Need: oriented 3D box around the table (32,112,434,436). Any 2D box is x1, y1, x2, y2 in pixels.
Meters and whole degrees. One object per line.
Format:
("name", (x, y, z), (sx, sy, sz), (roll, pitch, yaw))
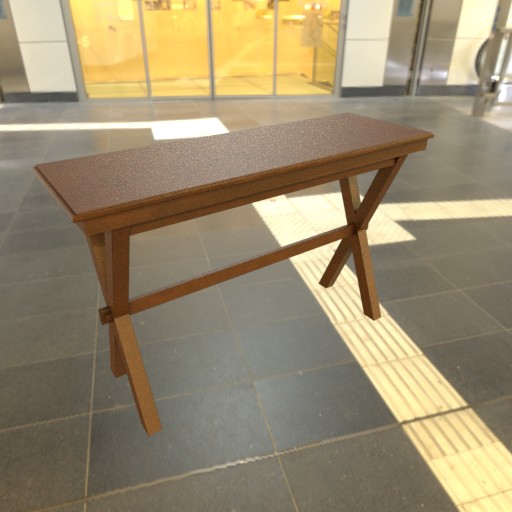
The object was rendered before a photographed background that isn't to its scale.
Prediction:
("table", (0.000, 0.000, 1.536), (1.197, 0.763, 0.399), (-19, 35, -30))
